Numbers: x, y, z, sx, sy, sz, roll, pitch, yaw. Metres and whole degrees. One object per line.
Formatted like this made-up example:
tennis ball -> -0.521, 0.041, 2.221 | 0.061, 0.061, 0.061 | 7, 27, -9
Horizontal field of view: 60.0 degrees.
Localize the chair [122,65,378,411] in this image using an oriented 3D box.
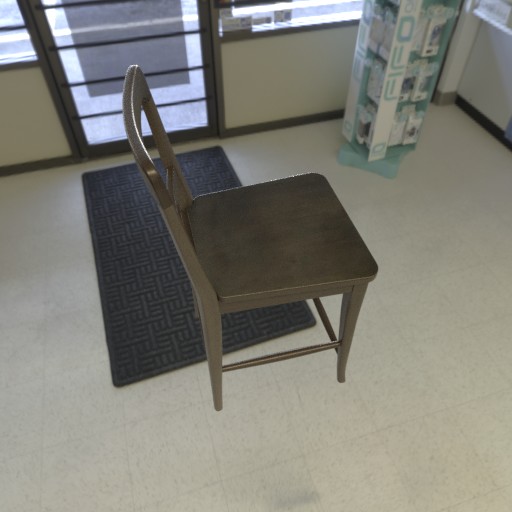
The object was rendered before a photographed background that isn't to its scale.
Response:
chair -> 0.000, 0.000, 1.279 | 0.546, 0.991, 0.450 | -11, 48, -10
